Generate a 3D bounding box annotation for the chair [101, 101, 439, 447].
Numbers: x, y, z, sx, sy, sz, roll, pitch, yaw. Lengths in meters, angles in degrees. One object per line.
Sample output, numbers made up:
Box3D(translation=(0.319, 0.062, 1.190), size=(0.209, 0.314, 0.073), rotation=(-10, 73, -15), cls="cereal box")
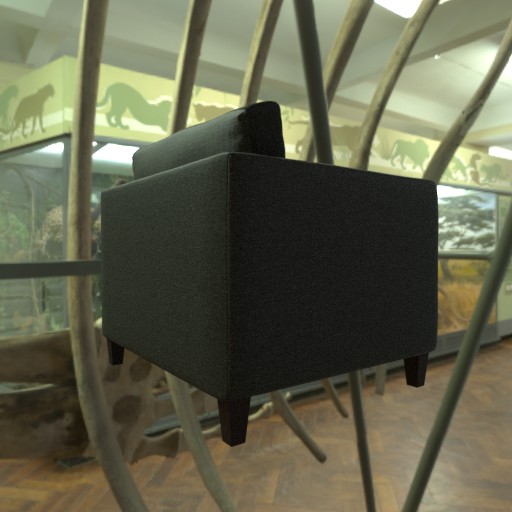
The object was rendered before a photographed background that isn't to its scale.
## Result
Box3D(translation=(0.000, 0.000, 1.801), size=(0.959, 0.963, 1.107), rotation=(-1, 2, -36), cls="chair")
